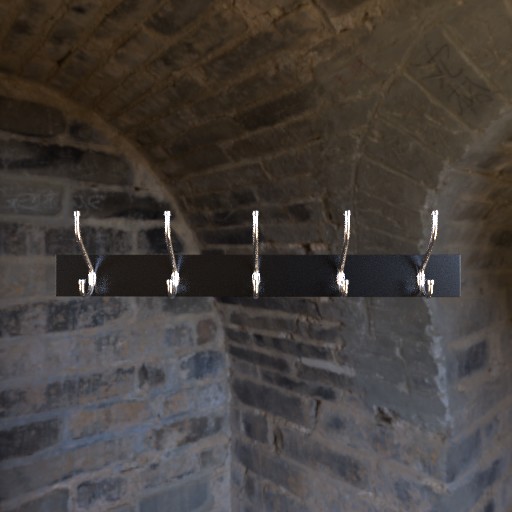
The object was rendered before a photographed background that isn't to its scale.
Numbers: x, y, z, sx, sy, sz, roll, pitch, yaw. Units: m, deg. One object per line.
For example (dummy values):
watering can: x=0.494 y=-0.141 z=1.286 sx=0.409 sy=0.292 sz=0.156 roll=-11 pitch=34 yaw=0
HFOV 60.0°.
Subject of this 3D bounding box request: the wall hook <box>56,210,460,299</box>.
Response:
wall hook: x=0.000 y=0.000 z=0.605 sx=0.571 sy=0.117 sz=0.071 roll=0 pitch=0 yaw=1
